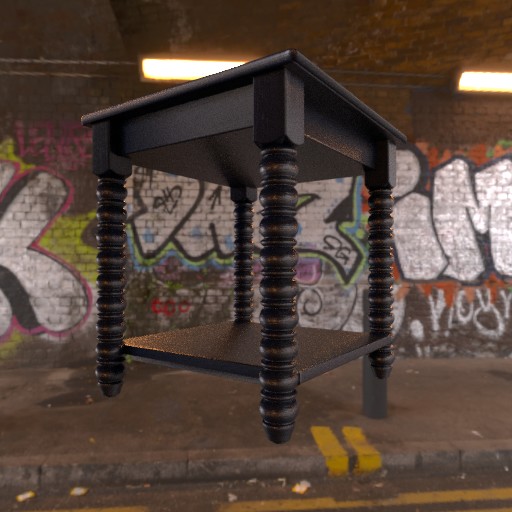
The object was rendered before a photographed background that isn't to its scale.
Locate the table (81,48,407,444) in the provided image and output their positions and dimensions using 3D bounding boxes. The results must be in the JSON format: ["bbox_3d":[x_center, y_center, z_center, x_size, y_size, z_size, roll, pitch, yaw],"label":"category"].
[{"bbox_3d":[0.000,0.000,0.967,0.500,0.567,0.533,-1,-1,35],"label":"table"}]
